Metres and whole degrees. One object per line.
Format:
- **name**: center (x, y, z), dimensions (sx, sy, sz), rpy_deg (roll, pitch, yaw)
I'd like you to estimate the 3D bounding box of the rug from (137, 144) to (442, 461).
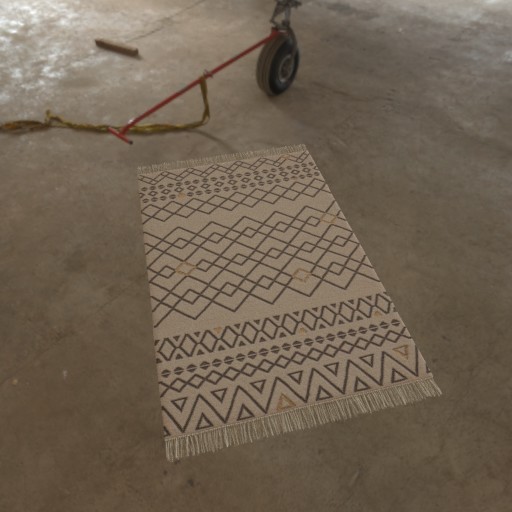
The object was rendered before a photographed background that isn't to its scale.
- **rug**: center (0.000, 0.000, 2.524), dimensions (1.224, 0.028, 2.023), rpy_deg (-10, 49, -9)
